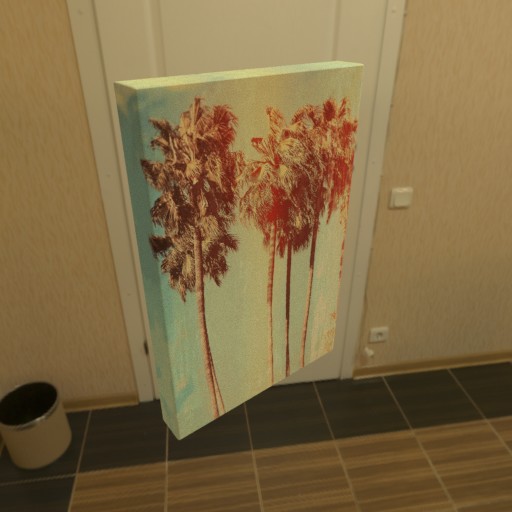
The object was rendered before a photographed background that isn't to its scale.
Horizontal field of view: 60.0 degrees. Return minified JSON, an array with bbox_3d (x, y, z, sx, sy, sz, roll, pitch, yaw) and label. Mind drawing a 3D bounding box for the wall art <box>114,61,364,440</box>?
[{"bbox_3d":[0.000,0.000,0.490,0.251,0.380,0.039,-21,35,-32],"label":"wall art"}]
